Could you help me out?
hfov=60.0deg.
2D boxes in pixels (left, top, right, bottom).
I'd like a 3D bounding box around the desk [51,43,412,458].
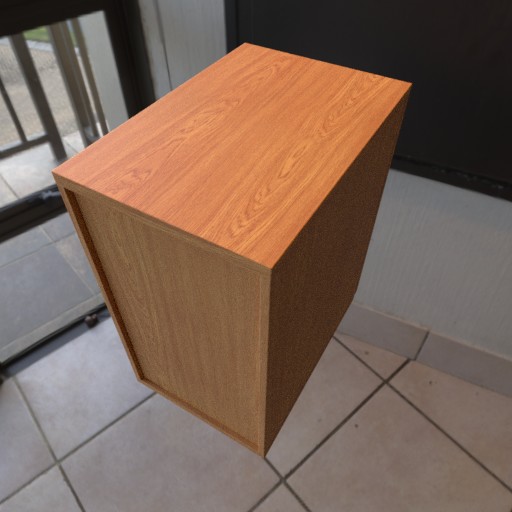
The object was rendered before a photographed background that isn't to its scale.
[{"bbox_3d":[0.000,0.000,1.079,0.404,0.730,0.600,24,51,20],"label":"desk"}]
